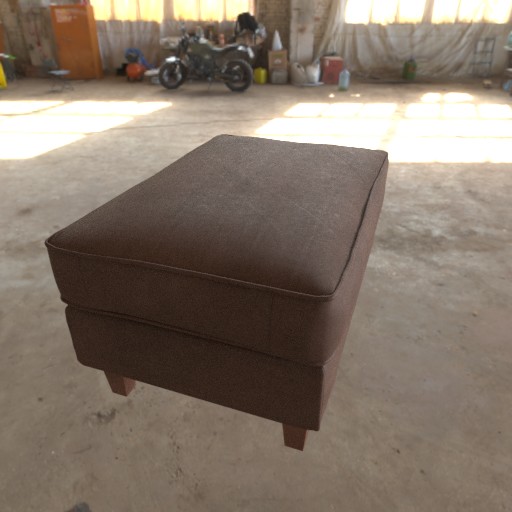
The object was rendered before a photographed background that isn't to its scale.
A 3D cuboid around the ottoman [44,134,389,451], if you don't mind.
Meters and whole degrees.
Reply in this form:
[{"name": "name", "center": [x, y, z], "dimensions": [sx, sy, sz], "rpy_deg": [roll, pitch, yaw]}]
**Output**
[{"name": "ottoman", "center": [0.000, 0.000, 1.200], "dimensions": [0.596, 0.481, 0.860], "rpy_deg": [10, 32, 17]}]
